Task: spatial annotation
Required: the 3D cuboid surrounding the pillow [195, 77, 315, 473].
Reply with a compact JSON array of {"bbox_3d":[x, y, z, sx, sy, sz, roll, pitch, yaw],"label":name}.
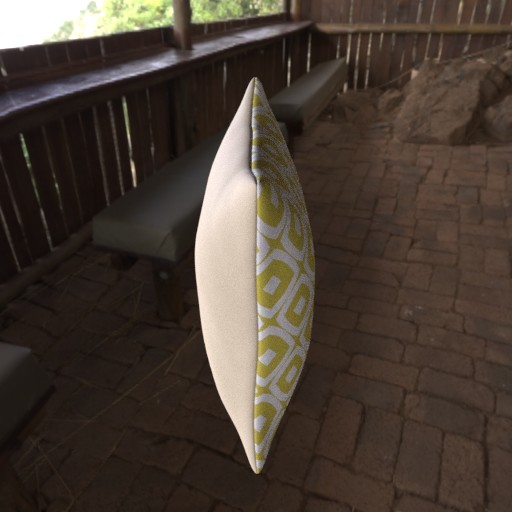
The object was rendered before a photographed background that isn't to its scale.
[{"bbox_3d":[0.000,0.000,0.774,0.188,0.494,0.504,0,33,0],"label":"pillow"}]
